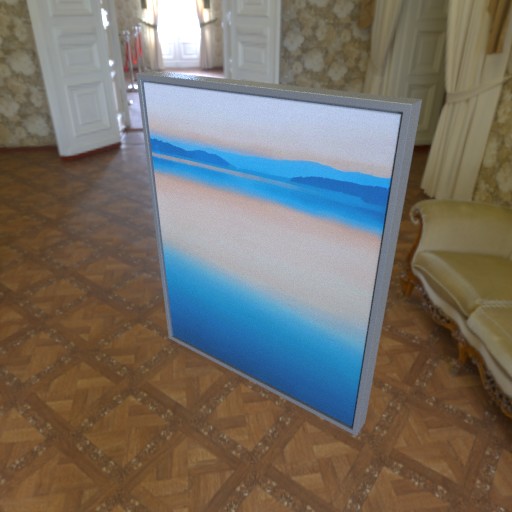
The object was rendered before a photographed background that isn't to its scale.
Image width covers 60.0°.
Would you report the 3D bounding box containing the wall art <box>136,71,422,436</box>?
[{"bbox_3d":[0.000,0.000,0.759,0.453,0.554,0.037,19,35,30],"label":"wall art"}]
